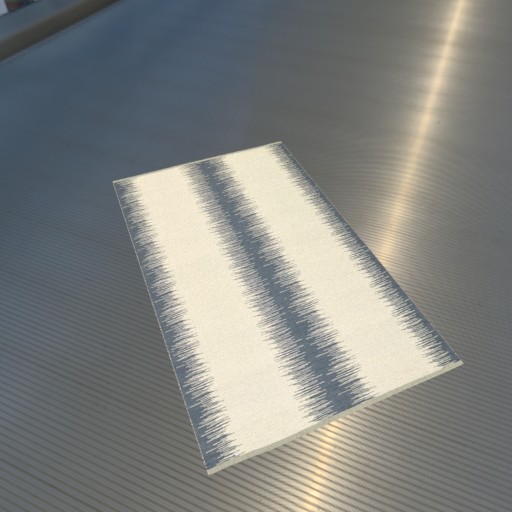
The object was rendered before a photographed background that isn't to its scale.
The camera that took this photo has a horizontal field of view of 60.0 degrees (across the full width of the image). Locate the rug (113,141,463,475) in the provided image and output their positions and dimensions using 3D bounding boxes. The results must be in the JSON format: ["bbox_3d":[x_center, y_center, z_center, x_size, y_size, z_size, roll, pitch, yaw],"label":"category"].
[{"bbox_3d":[0.000,0.000,3.065,1.519,0.003,2.453,-17,50,-15],"label":"rug"}]
